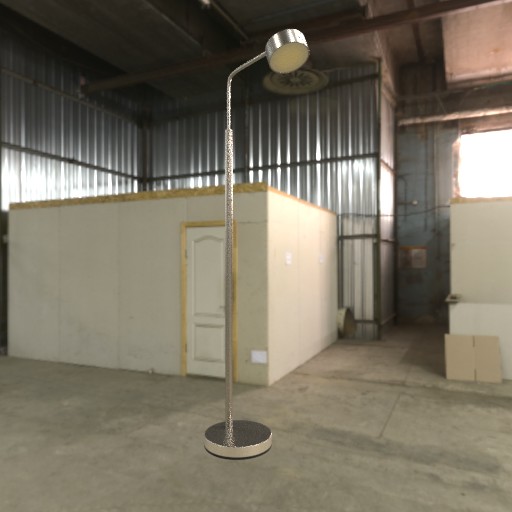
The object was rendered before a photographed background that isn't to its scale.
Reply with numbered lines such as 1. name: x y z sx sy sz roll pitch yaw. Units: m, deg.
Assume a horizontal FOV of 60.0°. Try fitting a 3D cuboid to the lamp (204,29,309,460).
1. lamp: 0.000 0.000 1.384 0.222 1.250 0.421 0 0 -36
